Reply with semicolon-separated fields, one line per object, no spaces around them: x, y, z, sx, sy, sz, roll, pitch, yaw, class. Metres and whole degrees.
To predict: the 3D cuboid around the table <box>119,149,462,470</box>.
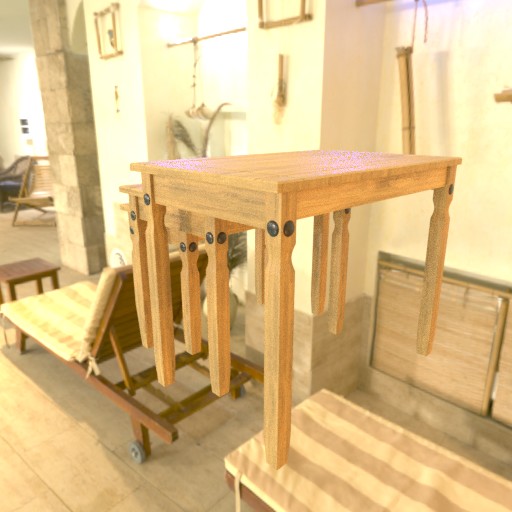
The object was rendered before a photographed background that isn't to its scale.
0.000;0.000;1.210;0.660;0.535;0.773;-16;23;-42;table
